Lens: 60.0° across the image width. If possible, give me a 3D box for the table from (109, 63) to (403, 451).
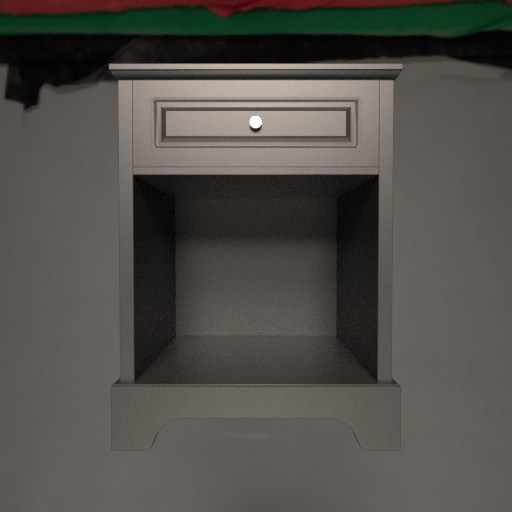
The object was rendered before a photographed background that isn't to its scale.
[{"bbox_3d":[0.000,0.000,0.896,0.460,0.610,0.399,0,1,0],"label":"table"}]
